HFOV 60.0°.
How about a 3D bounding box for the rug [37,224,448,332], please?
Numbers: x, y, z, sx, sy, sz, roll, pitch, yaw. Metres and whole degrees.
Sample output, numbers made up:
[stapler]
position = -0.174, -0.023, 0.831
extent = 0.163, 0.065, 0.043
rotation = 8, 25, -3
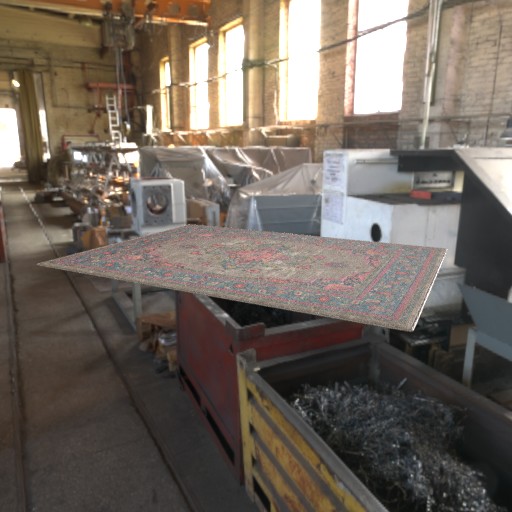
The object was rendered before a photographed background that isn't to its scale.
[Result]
[rug]
position = 0.000, 0.000, 2.922
extent = 2.214, 0.013, 1.609
rotation = 7, 16, 26
